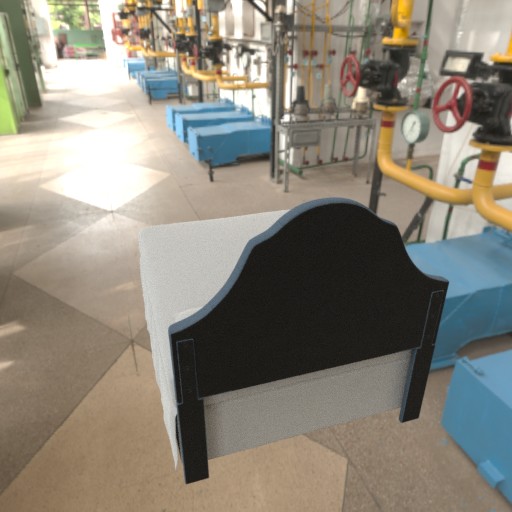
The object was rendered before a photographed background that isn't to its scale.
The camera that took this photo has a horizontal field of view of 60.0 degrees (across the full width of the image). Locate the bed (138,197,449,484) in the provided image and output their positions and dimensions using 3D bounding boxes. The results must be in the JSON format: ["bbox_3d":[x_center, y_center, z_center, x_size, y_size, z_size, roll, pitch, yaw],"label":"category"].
[{"bbox_3d":[0.000,0.000,3.227,1.636,1.575,2.155,-8,28,-16],"label":"bed"}]
